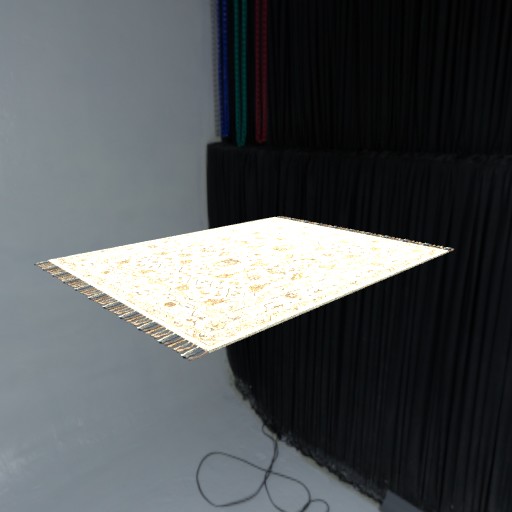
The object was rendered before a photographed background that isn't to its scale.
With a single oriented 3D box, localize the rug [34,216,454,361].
[{"bbox_3d":[0.000,0.000,2.243,1.726,0.009,1.278,-15,22,-42],"label":"rug"}]
